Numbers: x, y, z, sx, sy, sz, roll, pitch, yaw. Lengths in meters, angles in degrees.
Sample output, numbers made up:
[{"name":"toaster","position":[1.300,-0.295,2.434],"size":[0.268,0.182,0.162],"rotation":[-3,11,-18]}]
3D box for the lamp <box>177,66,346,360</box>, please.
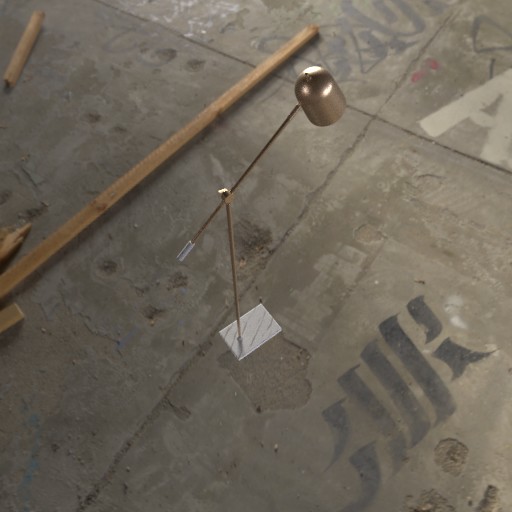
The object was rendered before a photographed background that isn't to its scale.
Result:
[{"name":"lamp","position":[0.000,0.000,1.839],"size":[0.653,1.594,0.194],"rotation":[-32,64,-18]}]
